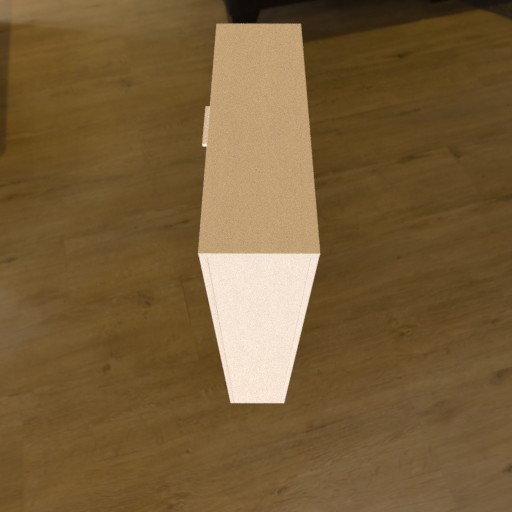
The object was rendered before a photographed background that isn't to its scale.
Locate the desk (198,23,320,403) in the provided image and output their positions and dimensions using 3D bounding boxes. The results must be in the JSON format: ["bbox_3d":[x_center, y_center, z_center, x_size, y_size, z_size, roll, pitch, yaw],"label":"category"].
[{"bbox_3d":[0.000,0.000,1.597,0.250,1.280,0.750,0,59,0],"label":"desk"}]
